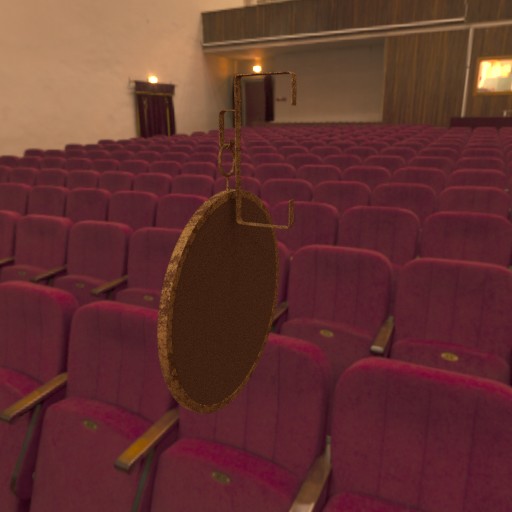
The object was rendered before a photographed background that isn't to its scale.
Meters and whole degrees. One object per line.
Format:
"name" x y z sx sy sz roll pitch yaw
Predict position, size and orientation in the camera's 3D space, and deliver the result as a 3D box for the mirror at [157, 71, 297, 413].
"mirror" 0.000 0.000 0.852 0.144 0.651 0.447 8 18 26
